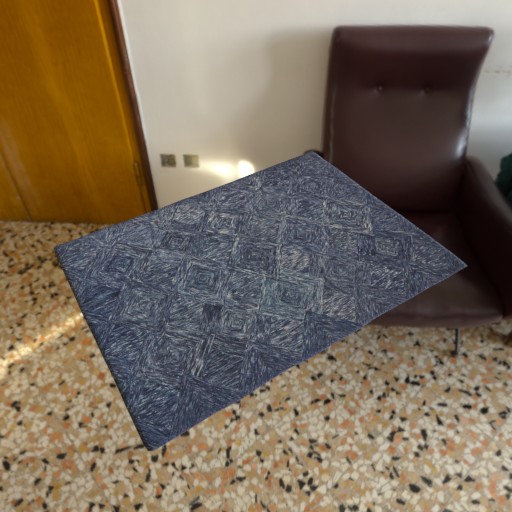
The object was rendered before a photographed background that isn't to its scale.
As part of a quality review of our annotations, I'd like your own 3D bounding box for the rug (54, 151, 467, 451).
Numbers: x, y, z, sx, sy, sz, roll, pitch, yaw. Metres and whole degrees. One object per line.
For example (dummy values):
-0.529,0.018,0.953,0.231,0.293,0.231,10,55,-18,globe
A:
0.000,0.000,4.273,3.245,0.024,2.385,-25,50,-23,rug
